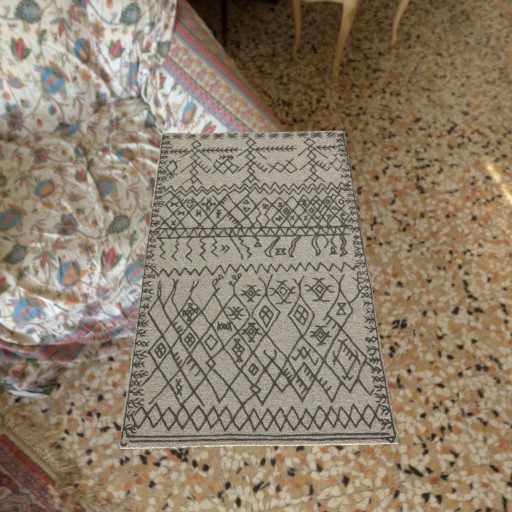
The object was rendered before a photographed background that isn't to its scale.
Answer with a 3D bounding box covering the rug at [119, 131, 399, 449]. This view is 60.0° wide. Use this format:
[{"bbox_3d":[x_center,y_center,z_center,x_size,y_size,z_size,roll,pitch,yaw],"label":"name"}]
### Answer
[{"bbox_3d":[0.000,0.000,4.792,2.393,0.019,3.824,-1,58,-1],"label":"rug"}]
